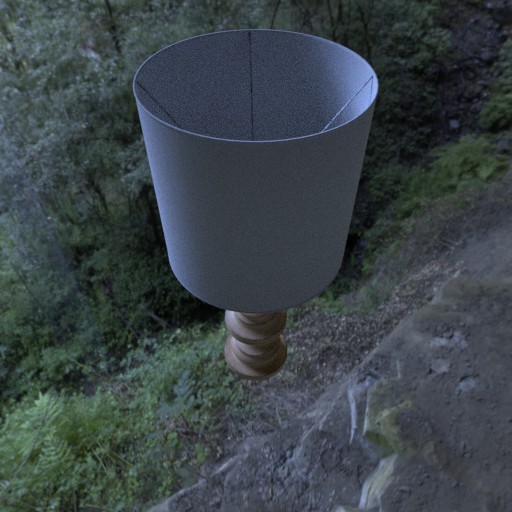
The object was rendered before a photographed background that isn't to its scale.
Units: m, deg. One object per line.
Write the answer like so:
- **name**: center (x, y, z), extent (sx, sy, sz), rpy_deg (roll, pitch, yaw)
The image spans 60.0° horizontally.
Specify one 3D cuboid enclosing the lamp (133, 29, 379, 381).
- **lamp**: center (0.000, 0.000, 0.548), extent (0.208, 0.455, 0.208), rpy_deg (-17, 49, -15)
